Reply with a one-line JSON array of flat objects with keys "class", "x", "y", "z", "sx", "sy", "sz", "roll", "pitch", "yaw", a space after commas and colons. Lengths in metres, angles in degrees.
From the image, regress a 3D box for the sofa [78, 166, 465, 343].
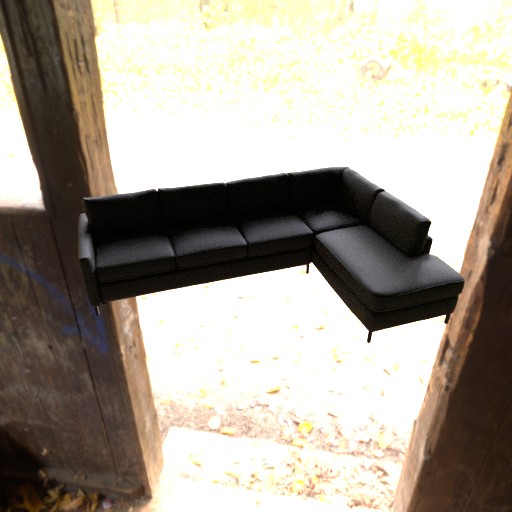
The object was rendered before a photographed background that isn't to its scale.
[{"class": "sofa", "x": 0.000, "y": 0.000, "z": 3.977, "sx": 2.972, "sy": 0.858, "sz": 1.984, "roll": -10, "pitch": 32, "yaw": -16}]
